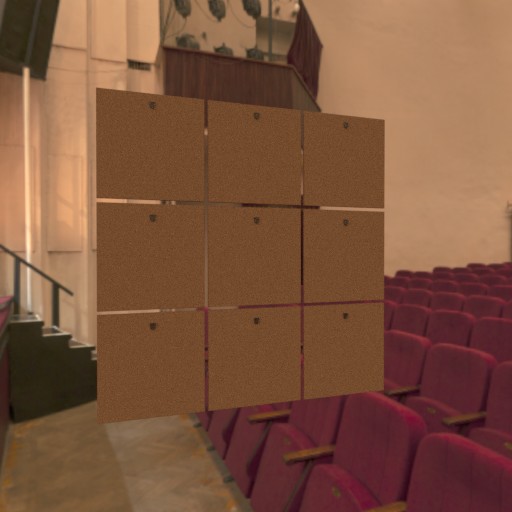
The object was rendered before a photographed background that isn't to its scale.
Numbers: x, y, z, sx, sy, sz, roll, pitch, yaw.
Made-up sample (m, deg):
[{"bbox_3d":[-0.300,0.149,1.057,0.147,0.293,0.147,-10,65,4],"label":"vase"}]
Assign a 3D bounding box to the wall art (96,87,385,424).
[{"bbox_3d":[0.000,0.000,2.266,1.533,1.532,0.019,0,1,-19],"label":"wall art"}]
